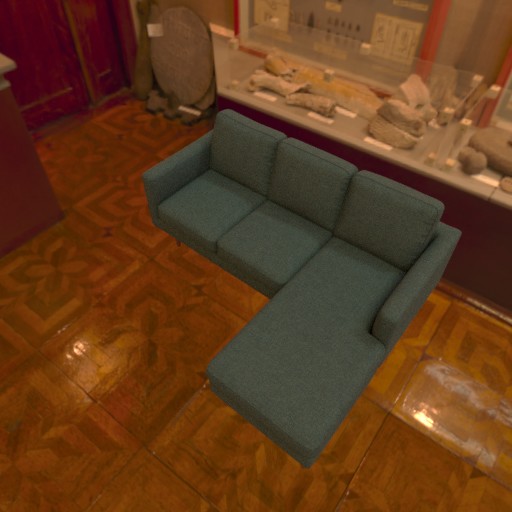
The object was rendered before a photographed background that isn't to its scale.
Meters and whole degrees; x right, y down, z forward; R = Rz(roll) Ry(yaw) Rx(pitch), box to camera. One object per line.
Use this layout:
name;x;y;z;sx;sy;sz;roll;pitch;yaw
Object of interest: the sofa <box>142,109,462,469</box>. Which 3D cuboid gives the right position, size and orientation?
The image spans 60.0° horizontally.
sofa;0.000;0.000;2.976;2.055;0.957;1.667;31;55;25
